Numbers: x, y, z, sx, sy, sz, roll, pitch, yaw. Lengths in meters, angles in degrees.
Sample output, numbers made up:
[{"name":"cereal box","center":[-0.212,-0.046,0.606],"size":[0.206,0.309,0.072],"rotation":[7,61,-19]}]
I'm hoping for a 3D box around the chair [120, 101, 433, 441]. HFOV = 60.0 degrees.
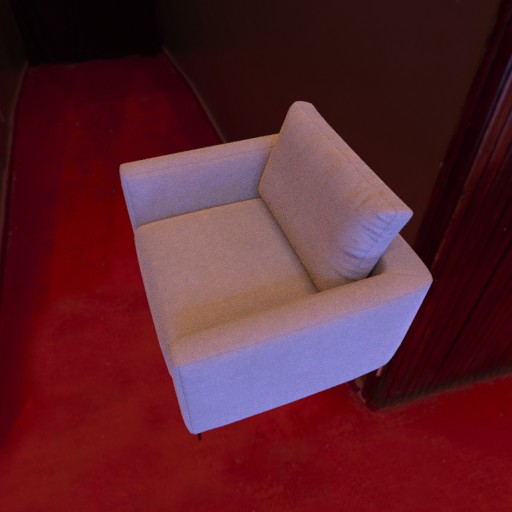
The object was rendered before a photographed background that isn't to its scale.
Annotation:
[{"name":"chair","center":[0.000,0.000,1.757],"size":[0.889,0.864,1.041],"rotation":[-15,47,-14]}]
